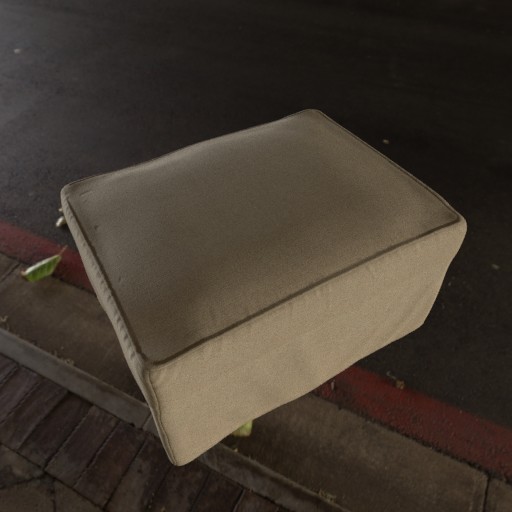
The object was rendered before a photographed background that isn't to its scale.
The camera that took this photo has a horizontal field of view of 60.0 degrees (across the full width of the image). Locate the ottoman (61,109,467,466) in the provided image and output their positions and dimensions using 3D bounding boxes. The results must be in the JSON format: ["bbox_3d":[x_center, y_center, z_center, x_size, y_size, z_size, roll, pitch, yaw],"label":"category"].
[{"bbox_3d":[0.000,0.000,1.223,0.833,0.485,0.650,-23,50,-21],"label":"ottoman"}]
